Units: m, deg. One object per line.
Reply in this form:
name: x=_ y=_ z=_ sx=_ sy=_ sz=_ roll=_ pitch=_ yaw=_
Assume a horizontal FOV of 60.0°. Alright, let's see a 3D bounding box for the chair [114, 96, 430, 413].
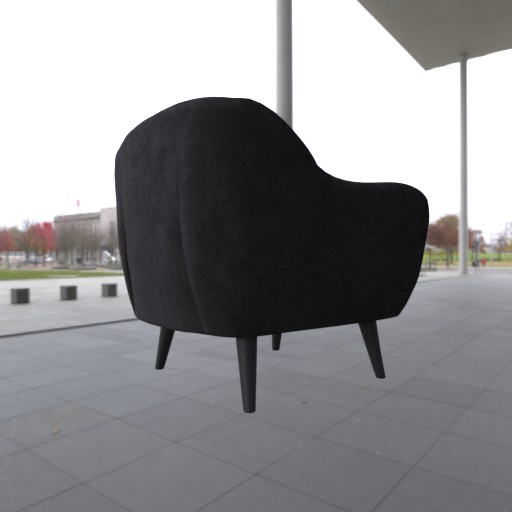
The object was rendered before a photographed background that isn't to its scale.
chair: x=0.000 y=0.000 z=1.507 sx=0.819 sy=0.807 sz=0.840 roll=0 pitch=0 yaw=-37
